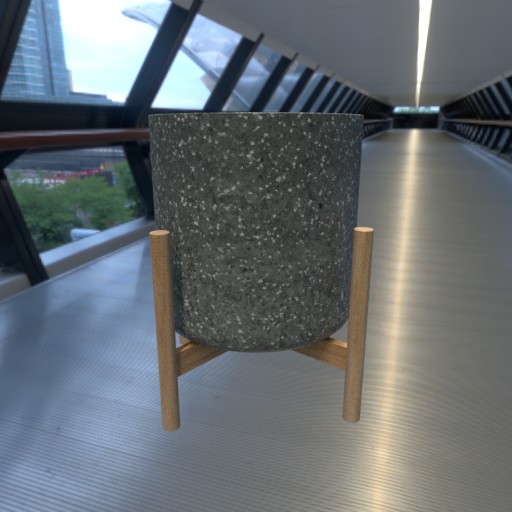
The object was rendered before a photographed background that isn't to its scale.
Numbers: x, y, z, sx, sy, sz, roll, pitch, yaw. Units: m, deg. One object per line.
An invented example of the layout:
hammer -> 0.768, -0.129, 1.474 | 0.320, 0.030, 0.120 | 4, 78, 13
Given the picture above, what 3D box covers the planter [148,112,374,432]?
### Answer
planter -> 0.000, 0.000, 0.697 | 0.360, 0.419, 0.360 | -8, 18, -25
